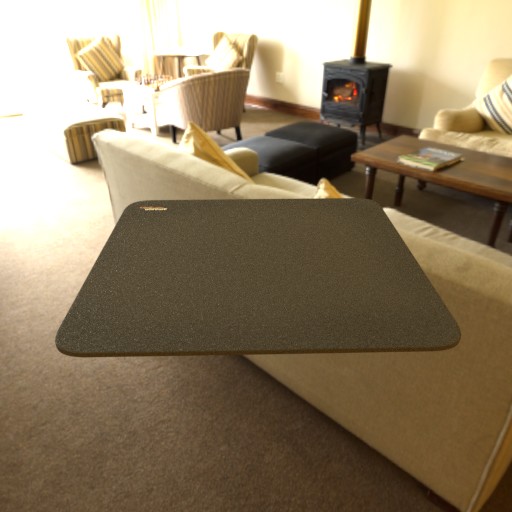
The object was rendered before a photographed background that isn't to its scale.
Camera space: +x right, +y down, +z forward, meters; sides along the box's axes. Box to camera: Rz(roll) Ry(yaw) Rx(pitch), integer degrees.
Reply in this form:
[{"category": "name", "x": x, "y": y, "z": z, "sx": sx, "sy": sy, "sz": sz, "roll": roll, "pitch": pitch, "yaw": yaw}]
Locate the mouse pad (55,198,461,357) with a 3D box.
[{"category": "mouse pad", "x": 0.000, "y": 0.000, "z": 0.324, "sx": 0.229, "sy": 0.003, "sz": 0.203, "roll": -1, "pitch": 31, "yaw": -1}]
